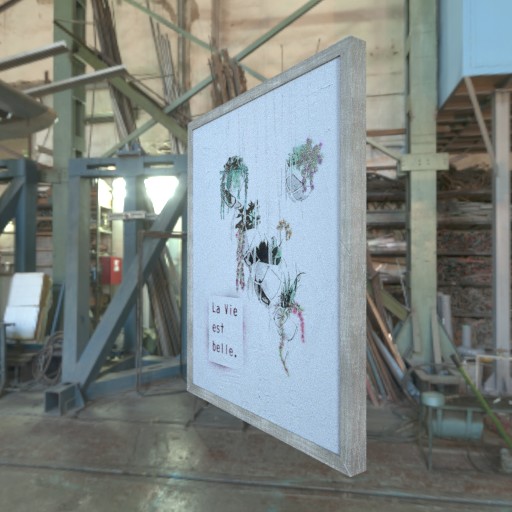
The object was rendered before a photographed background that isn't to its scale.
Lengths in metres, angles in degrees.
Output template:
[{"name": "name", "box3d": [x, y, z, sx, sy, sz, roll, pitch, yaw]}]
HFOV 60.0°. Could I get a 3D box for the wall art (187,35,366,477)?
[{"name": "wall art", "box3d": [0.000, 0.000, 0.702, 0.032, 0.521, 0.421, 0, 0, -36]}]
